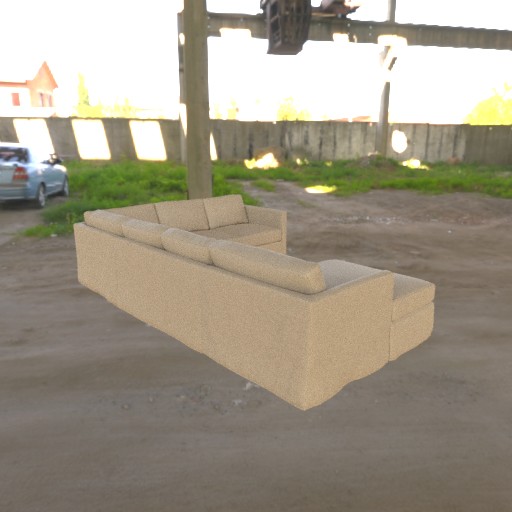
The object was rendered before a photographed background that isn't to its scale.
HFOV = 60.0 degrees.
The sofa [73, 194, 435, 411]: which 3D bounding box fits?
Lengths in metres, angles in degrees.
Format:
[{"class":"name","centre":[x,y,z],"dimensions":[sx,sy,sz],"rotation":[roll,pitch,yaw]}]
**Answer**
[{"class":"sofa","centre":[0.000,0.000,4.593],"dimensions":[2.476,0.878,3.528],"rotation":[-13,19,-41]}]
